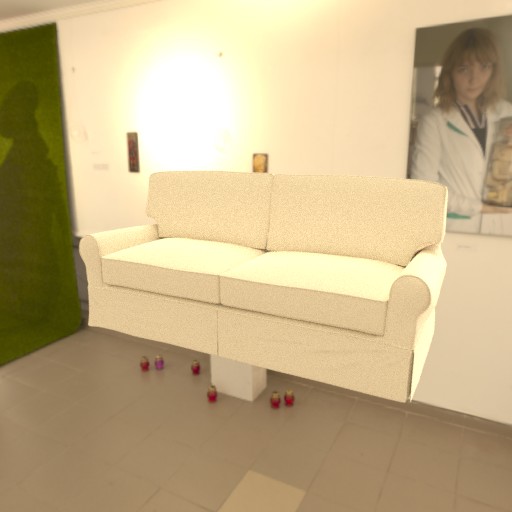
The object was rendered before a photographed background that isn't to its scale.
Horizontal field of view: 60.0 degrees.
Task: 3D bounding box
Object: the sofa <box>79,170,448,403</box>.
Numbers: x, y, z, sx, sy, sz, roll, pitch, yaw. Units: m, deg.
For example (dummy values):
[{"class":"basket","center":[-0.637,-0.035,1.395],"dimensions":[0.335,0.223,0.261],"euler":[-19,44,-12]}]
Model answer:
[{"class":"sofa","center":[0.000,0.000,2.591],"dimensions":[2.021,0.937,0.862],"euler":[7,16,27]}]
